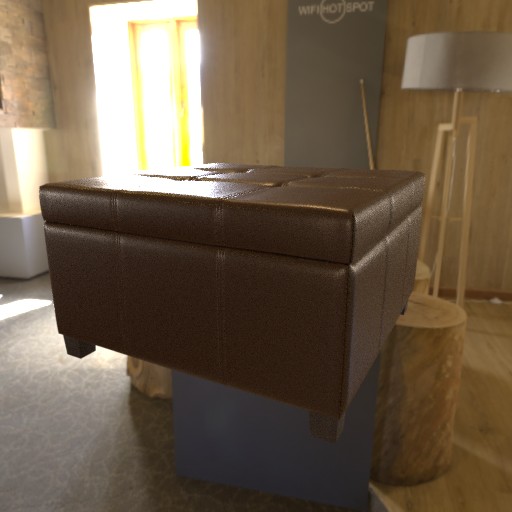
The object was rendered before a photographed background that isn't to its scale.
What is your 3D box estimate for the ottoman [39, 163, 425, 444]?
[{"bbox_3d":[0.000,0.000,1.268,0.788,0.460,0.787,8,18,27],"label":"ottoman"}]
